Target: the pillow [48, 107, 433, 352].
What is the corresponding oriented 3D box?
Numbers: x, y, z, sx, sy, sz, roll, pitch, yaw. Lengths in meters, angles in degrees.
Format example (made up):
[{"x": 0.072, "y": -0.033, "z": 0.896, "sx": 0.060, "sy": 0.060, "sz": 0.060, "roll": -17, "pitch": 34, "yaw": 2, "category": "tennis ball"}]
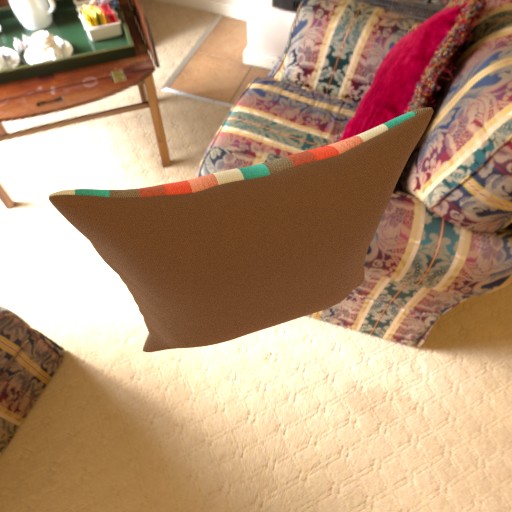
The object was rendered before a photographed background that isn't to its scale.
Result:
[{"x": 0.000, "y": 0.000, "z": 0.682, "sx": 0.453, "sy": 0.443, "sz": 0.168, "roll": -15, "pitch": 59, "yaw": -10, "category": "pillow"}]
